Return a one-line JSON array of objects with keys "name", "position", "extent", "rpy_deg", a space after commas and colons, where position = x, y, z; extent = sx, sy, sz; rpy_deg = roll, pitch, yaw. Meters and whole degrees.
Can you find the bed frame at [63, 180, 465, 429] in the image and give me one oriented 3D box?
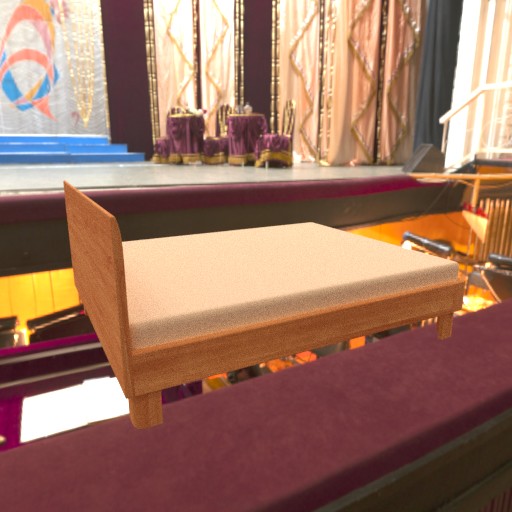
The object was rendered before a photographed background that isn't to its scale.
[{"name": "bed frame", "position": [0.000, 0.000, 2.912], "extent": [2.092, 0.940, 1.660], "rpy_deg": [-8, 17, -27]}]
